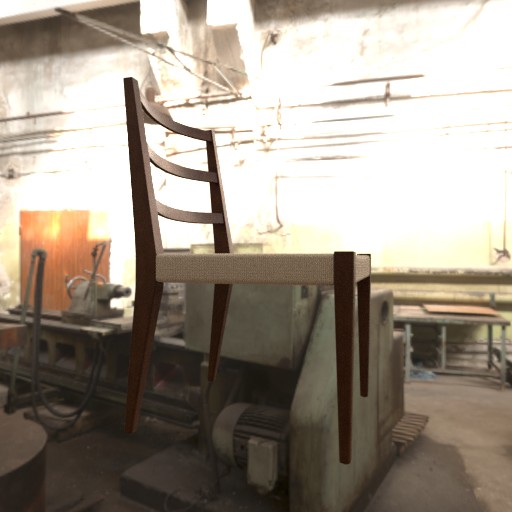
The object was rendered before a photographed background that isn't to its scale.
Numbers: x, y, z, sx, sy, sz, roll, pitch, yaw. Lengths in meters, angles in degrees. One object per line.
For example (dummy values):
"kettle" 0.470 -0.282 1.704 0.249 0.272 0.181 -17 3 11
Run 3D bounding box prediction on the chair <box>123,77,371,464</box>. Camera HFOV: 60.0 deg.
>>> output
"chair" 0.000 0.000 1.154 0.551 0.813 0.480 0 0 18
